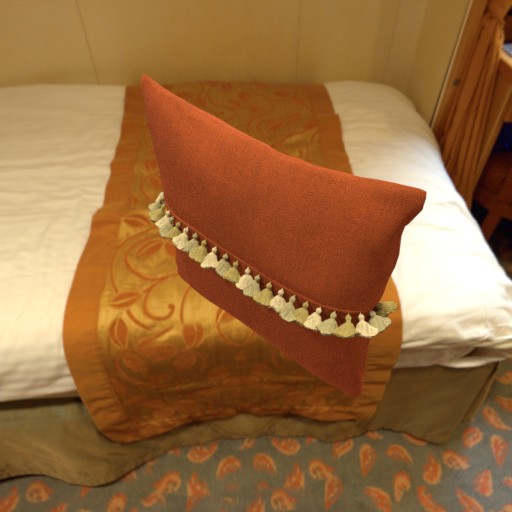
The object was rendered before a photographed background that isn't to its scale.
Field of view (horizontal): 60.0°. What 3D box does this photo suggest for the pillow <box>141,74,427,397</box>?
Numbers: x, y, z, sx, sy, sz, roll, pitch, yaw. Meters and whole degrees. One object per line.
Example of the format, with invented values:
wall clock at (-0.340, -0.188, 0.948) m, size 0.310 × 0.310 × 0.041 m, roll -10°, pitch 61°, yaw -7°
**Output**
pillow at (0.000, 0.000, 0.748) m, size 0.490 × 0.482 × 0.165 m, roll 31°, pitch 54°, yaw 26°
